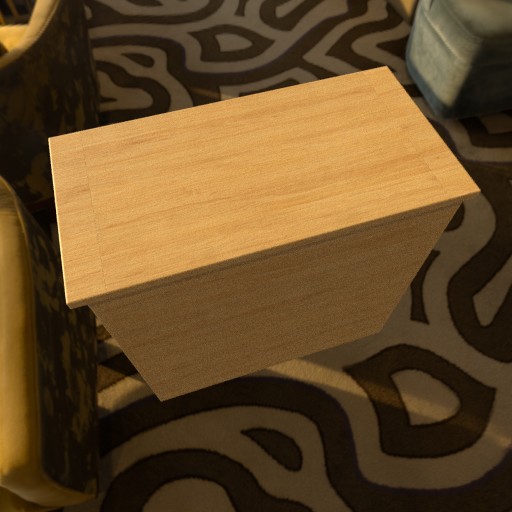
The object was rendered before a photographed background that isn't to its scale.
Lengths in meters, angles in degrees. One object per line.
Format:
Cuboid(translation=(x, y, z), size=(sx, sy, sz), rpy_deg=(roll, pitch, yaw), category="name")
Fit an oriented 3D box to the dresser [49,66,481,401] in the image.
Cuboid(translation=(0.000, 0.000, 1.221), size=(0.800, 0.730, 0.410), rpy_deg=(-15, 60, -9), category="dresser")
